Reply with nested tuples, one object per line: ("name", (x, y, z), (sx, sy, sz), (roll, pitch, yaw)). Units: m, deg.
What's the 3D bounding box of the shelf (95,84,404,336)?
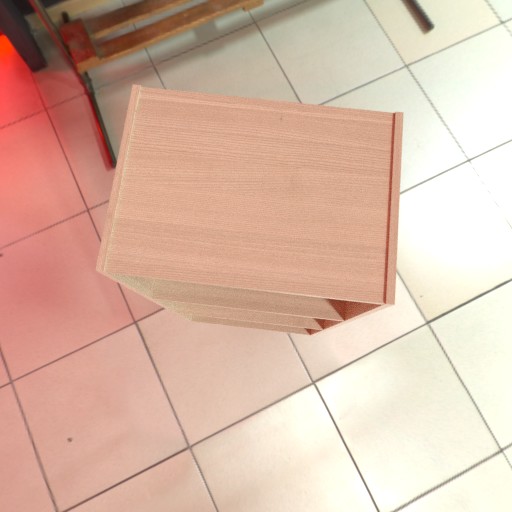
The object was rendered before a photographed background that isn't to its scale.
("shelf", (0.000, 0.000, 1.068), (0.417, 0.876, 0.292), (6, 77, 1))
